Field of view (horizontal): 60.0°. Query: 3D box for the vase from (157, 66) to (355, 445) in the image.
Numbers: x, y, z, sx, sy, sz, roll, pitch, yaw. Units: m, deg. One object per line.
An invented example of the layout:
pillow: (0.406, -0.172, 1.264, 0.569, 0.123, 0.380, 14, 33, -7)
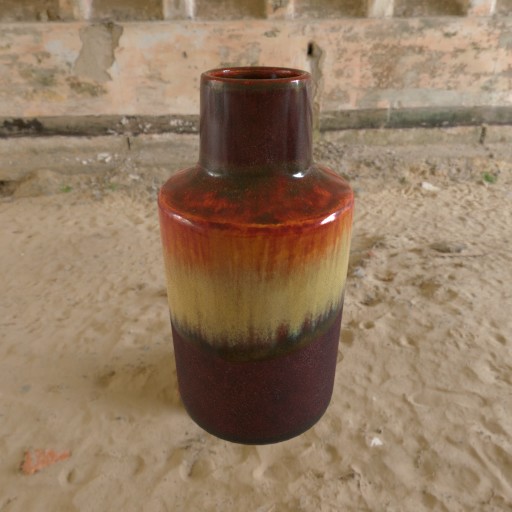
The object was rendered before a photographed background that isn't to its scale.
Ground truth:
vase: (0.000, 0.000, 0.264, 0.108, 0.204, 0.108, 0, 29, 0)
